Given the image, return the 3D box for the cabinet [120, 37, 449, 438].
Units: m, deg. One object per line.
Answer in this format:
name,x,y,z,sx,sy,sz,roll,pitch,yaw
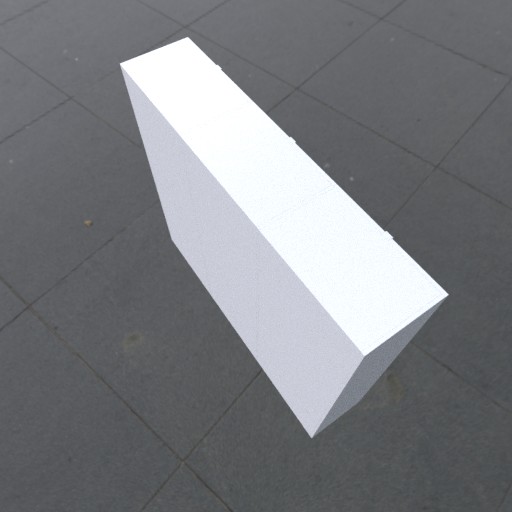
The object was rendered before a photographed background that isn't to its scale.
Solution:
cabinet,0.000,0.000,3.803,0.590,2.370,2.700,-30,63,-17
